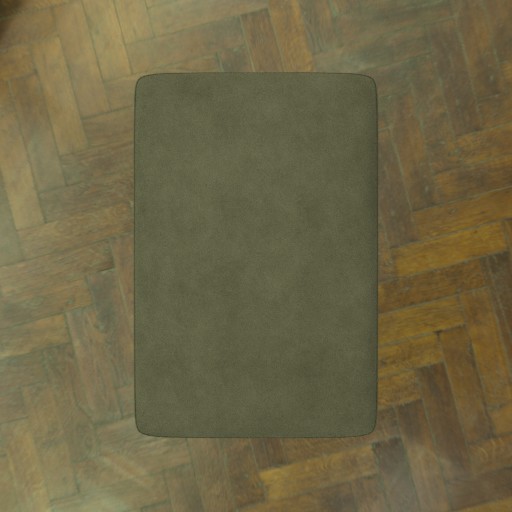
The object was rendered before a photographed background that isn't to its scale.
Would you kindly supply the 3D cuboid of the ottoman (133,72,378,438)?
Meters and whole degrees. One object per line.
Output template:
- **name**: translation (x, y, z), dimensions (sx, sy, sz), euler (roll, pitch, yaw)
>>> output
- **ottoman**: translation (0.000, 0.000, 1.201), dimensions (0.584, 0.483, 0.864), euler (0, 90, 0)
